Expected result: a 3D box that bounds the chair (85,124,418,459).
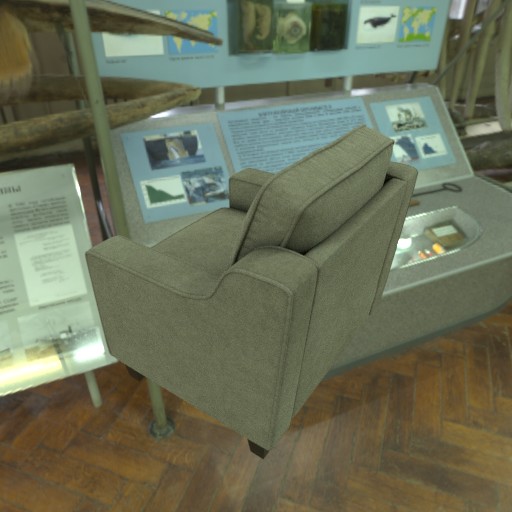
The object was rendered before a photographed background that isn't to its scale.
[{"bbox_3d":[0.000,0.000,1.672,0.840,0.944,0.926,20,37,29],"label":"chair"}]
